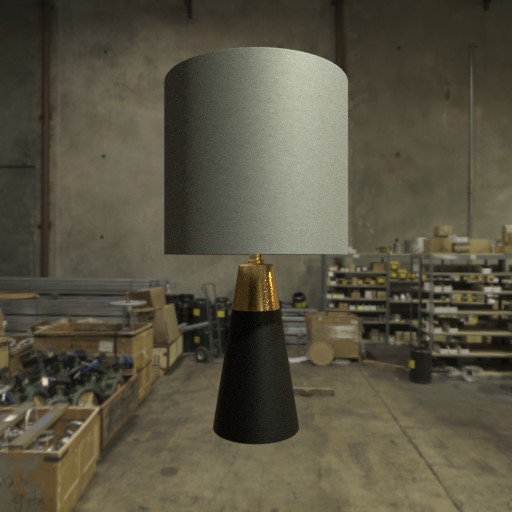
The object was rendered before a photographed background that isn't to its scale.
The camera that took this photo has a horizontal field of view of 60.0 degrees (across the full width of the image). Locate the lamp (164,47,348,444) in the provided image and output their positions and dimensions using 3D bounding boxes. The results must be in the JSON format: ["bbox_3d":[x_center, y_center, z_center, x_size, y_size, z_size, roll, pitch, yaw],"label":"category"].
[{"bbox_3d":[0.000,0.000,0.757,0.308,0.580,0.308,0,0,2],"label":"lamp"}]
